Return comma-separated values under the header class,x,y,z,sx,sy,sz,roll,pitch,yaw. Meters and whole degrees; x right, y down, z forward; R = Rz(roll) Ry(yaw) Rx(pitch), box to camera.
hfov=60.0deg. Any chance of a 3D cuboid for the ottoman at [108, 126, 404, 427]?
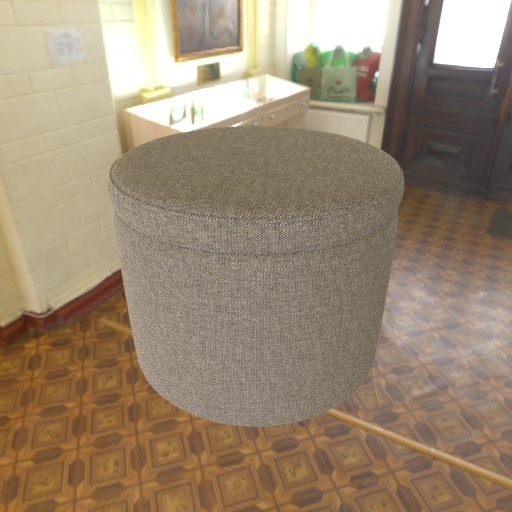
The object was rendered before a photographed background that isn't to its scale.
class,x,y,z,sx,sy,sz,roll,pitch,yaw
ottoman,0.000,0.000,0.891,0.520,0.430,0.520,0,29,0
